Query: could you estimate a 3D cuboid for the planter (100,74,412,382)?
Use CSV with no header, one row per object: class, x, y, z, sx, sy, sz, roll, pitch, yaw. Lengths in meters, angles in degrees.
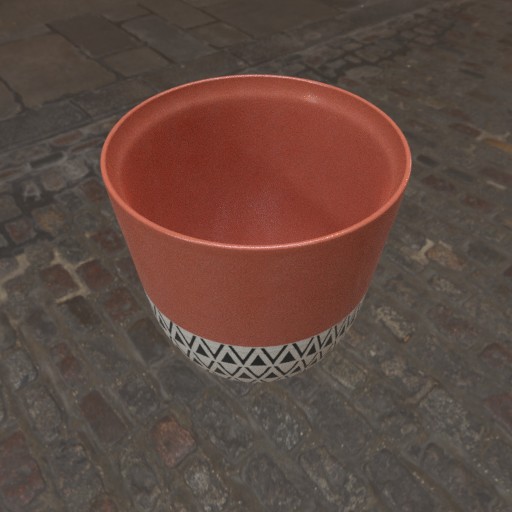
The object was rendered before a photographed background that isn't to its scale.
planter,0.000,0.000,0.362,0.195,0.214,0.195,0,46,0
